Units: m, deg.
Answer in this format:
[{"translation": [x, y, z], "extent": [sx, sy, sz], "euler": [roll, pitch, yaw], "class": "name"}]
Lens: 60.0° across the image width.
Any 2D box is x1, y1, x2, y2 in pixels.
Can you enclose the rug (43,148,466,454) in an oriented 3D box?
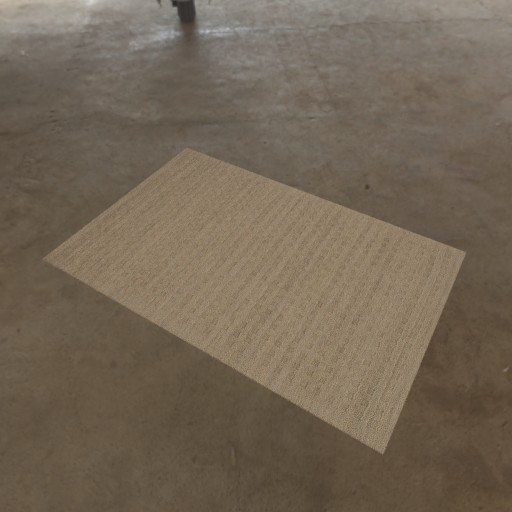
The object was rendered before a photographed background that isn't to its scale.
[{"translation": [0.000, 0.000, 2.189], "extent": [1.752, 0.006, 1.142], "euler": [24, 51, 21], "class": "rug"}]
